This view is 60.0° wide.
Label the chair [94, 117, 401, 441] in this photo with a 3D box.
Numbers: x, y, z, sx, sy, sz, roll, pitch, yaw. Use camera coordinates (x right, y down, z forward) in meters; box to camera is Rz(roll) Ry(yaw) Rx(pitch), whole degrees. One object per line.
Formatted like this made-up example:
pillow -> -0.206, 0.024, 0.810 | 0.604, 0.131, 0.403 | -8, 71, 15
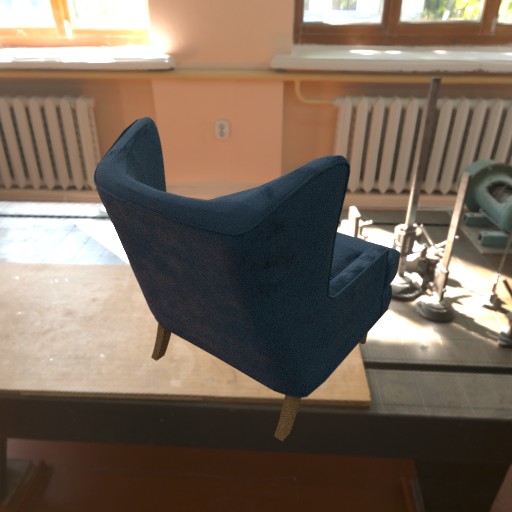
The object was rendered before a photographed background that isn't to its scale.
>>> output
chair -> 0.000, 0.000, 1.634 | 0.793, 0.952, 0.910 | 21, 35, 32
